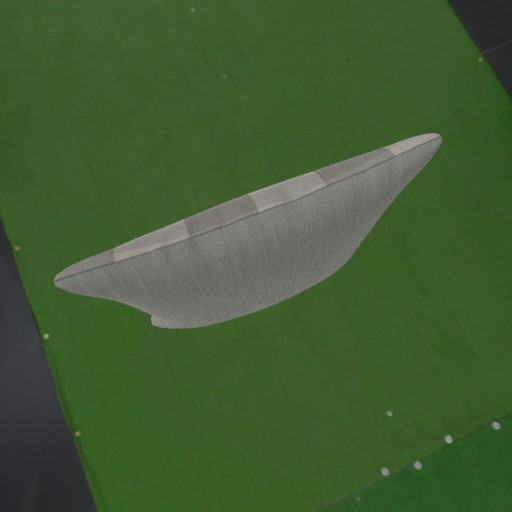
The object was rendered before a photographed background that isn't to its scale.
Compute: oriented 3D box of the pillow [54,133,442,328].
[{"bbox_3d":[0.000,0.000,0.785,0.511,0.509,0.161,-21,77,-5],"label":"pillow"}]
